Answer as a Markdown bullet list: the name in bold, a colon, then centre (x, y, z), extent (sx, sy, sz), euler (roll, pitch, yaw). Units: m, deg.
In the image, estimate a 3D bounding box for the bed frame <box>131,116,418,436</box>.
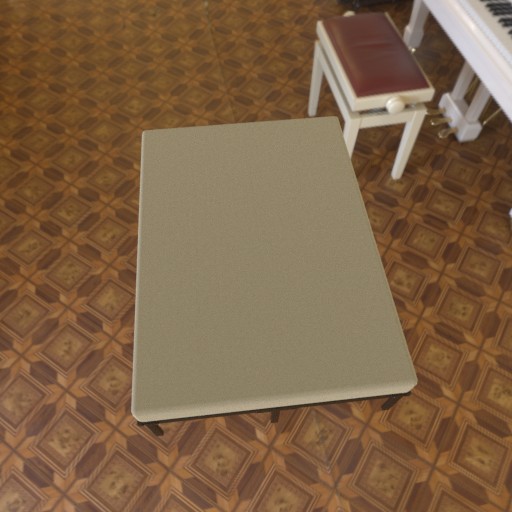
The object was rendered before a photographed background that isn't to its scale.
- **bed frame**: centre (0.000, 0.000, 3.818), extent (2.205, 0.680, 2.842), euler (1, 58, 1)
